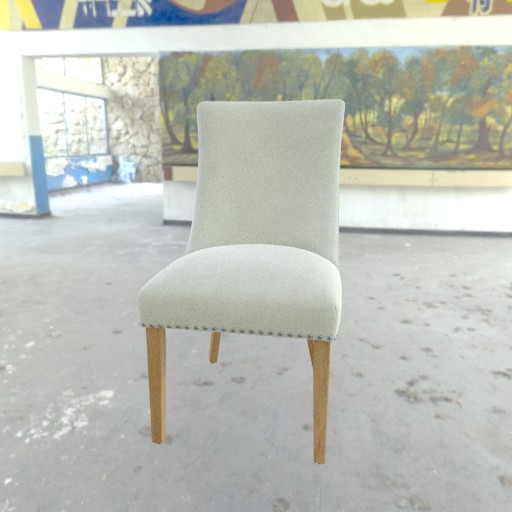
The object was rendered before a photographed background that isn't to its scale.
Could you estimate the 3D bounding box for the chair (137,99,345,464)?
[{"bbox_3d":[0.000,0.000,1.293,0.495,0.902,0.610,3,15,10],"label":"chair"}]
